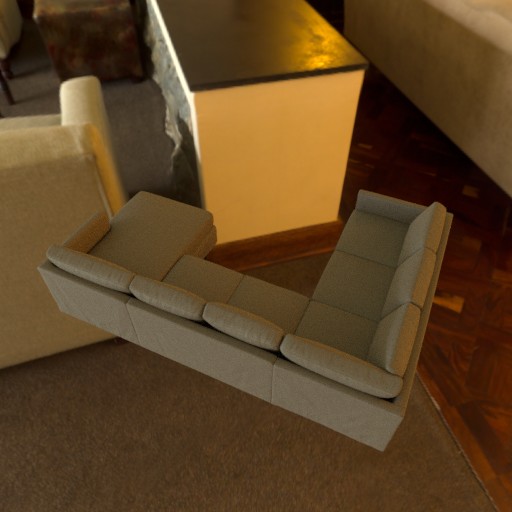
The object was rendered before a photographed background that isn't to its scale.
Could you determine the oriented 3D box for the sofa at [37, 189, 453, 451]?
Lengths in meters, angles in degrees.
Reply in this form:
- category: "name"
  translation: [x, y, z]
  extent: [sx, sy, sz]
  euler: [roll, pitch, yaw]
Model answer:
- category: "sofa"
  translation: [0.000, 0.000, 4.581]
  extent: [3.460, 0.882, 2.427]
  euler: [19, 50, 17]
